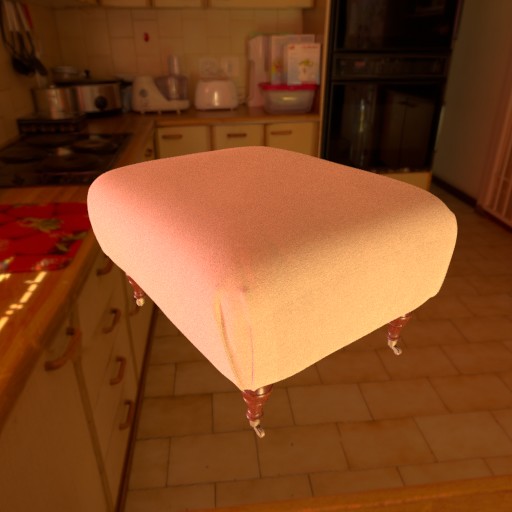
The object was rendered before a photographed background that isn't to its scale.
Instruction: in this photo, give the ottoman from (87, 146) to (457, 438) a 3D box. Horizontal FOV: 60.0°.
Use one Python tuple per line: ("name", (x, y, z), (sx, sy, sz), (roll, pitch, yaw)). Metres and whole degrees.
("ottoman", (0.000, 0.000, 1.117), (0.622, 0.450, 0.746), (-18, 32, -32))
